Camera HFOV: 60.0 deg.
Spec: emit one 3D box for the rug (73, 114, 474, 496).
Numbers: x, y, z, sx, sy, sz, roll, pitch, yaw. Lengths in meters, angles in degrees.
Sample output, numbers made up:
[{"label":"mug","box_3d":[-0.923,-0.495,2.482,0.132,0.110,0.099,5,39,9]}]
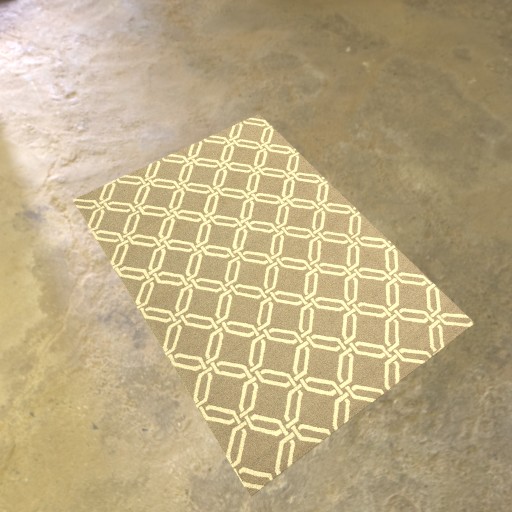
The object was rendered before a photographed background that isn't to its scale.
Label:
[{"label":"rug","box_3d":[0.000,0.000,4.379,2.441,0.020,3.419,-30,62,-18]}]
